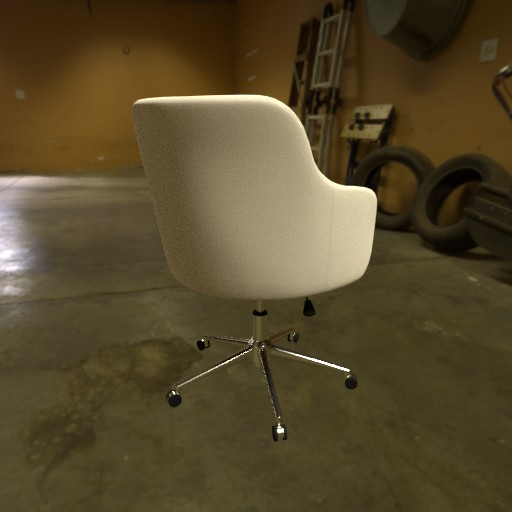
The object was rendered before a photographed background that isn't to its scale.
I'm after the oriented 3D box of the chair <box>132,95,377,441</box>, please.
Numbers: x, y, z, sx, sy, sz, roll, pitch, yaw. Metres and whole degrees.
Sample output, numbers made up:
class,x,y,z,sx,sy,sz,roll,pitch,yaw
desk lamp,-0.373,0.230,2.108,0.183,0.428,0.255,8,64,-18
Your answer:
class,x,y,z,sx,sy,sz,roll,pitch,yaw
chair,0.000,0.000,1.246,0.602,0.819,0.647,8,19,26
